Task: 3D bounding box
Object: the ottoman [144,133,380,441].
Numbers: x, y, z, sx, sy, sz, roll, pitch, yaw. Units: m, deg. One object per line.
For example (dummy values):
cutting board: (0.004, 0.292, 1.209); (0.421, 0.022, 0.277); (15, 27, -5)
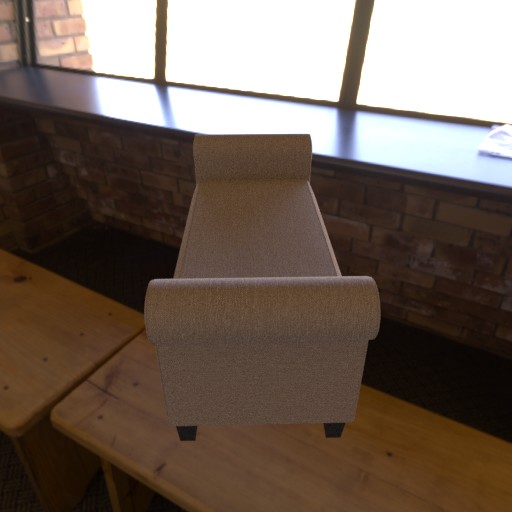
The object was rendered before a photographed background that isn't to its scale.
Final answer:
ottoman: (0.000, 0.000, 1.589); (0.521, 0.547, 1.256); (-1, 32, -1)
